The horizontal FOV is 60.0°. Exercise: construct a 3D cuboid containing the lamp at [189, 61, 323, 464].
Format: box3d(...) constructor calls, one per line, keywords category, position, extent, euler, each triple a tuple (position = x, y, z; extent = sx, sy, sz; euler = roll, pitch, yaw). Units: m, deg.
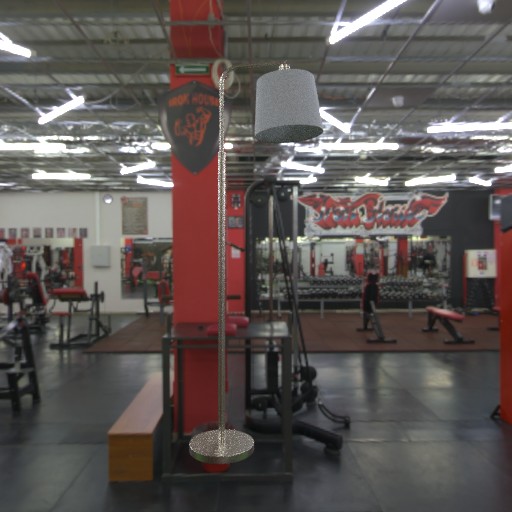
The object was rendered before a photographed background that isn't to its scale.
box3d(category="lamp", position=(0.000, 0.000, 1.687), extent=(0.508, 1.478, 0.254), euler=(0, 0, 2))
